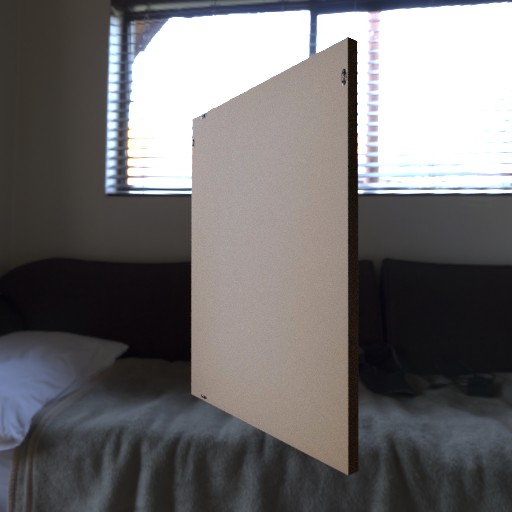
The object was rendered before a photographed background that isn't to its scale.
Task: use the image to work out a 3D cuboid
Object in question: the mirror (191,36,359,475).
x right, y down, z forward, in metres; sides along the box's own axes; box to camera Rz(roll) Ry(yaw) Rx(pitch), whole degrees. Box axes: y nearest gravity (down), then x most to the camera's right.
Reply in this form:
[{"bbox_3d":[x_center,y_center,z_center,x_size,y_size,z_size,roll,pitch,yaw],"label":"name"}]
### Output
[{"bbox_3d":[0.000,0.000,1.341,0.040,1.016,0.762,0,0,-36],"label":"mirror"}]
